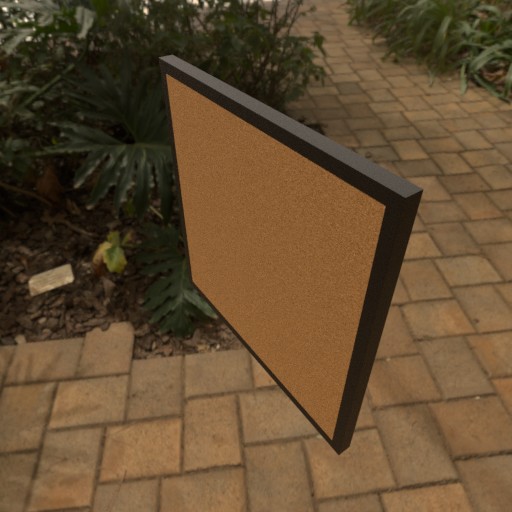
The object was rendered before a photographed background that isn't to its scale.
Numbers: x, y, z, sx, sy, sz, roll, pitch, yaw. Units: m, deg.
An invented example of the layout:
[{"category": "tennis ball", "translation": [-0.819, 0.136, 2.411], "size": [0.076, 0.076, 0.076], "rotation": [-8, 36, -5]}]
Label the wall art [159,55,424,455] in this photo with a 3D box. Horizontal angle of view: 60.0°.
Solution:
[{"category": "wall art", "translation": [0.000, 0.000, 1.102], "size": [0.038, 0.762, 0.762], "rotation": [-25, 47, -26]}]
